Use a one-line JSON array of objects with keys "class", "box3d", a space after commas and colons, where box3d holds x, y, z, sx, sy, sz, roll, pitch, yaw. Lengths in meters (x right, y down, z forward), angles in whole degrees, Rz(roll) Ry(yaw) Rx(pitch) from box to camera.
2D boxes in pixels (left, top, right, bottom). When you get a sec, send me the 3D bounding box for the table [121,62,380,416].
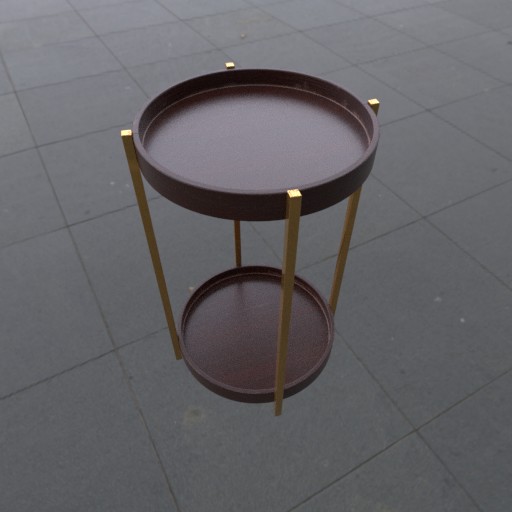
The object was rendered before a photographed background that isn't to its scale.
[{"class": "table", "box3d": [0.000, 0.000, 0.889, 0.400, 0.610, 0.400, -10, 47, -10]}]
